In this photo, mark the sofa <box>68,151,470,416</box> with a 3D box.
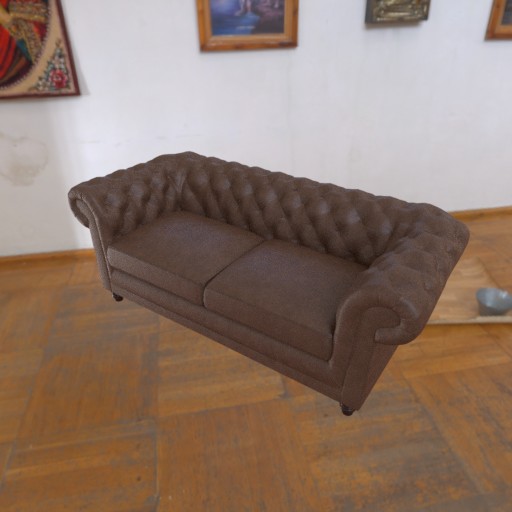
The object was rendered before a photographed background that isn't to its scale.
[{"bbox_3d":[0.000,0.000,2.522,2.048,0.784,0.955,19,35,29],"label":"sofa"}]
